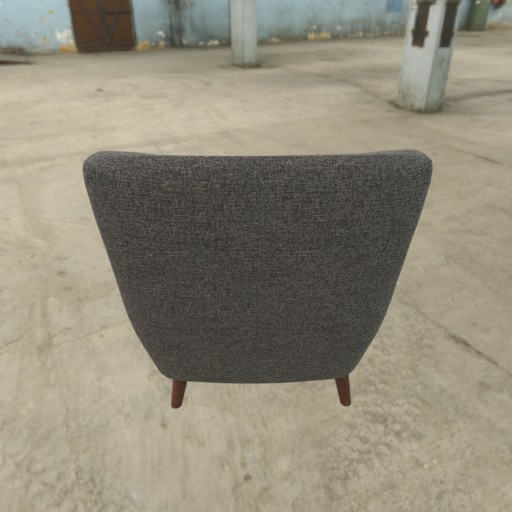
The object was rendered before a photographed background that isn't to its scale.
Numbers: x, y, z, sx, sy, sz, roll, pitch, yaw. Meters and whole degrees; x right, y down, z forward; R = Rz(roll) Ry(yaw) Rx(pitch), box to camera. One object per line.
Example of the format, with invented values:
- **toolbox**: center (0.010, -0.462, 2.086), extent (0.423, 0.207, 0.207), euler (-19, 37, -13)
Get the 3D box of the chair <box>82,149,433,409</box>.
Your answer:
- **chair**: center (0.000, 0.000, 1.683), extent (0.889, 1.039, 0.940), euler (0, 30, -1)
